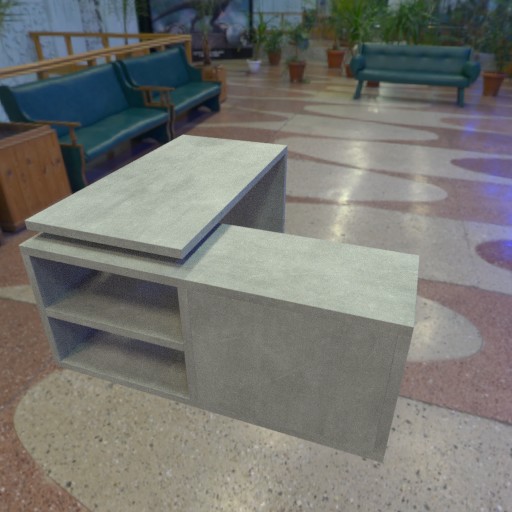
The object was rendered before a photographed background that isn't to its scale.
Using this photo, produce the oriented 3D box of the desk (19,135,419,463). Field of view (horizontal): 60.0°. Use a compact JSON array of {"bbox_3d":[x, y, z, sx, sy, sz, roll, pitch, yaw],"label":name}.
[{"bbox_3d":[0.000,0.000,2.253,1.500,0.740,1.400,10,32,17],"label":"desk"}]
